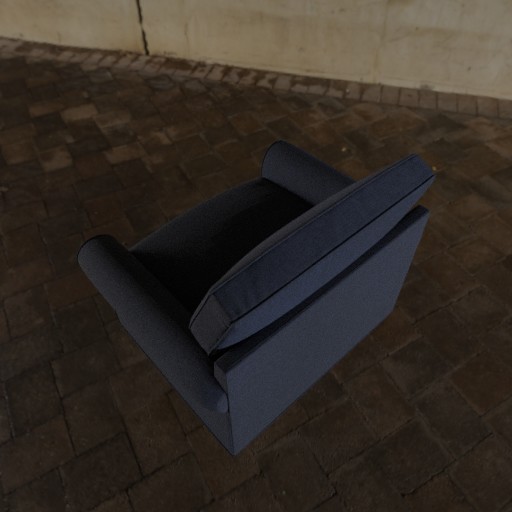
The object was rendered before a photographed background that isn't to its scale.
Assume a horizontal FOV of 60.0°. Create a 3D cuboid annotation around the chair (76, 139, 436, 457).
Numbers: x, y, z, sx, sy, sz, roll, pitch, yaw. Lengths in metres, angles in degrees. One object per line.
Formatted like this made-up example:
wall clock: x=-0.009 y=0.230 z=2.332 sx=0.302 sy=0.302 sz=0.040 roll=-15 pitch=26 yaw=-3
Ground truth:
chair: x=0.000 y=0.000 z=2.021 sx=1.285 sy=1.044 sz=0.963 roll=-34 pitch=56 yaw=-27
